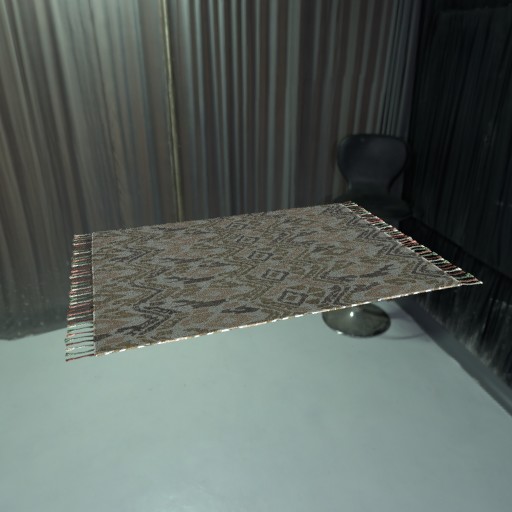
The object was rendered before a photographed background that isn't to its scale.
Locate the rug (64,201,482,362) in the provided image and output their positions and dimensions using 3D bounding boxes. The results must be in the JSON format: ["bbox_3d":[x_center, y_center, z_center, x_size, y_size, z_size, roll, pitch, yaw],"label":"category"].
[{"bbox_3d":[0.000,0.000,2.315,1.829,0.008,1.219,-8,27,-17],"label":"rug"}]
